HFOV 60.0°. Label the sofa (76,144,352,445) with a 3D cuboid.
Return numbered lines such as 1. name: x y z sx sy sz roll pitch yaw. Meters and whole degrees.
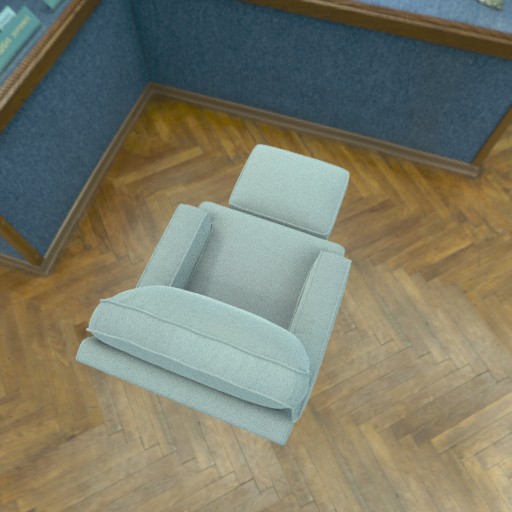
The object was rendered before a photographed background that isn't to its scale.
1. sofa: 0.000 0.000 2.038 0.861 0.959 1.472 19 66 9
